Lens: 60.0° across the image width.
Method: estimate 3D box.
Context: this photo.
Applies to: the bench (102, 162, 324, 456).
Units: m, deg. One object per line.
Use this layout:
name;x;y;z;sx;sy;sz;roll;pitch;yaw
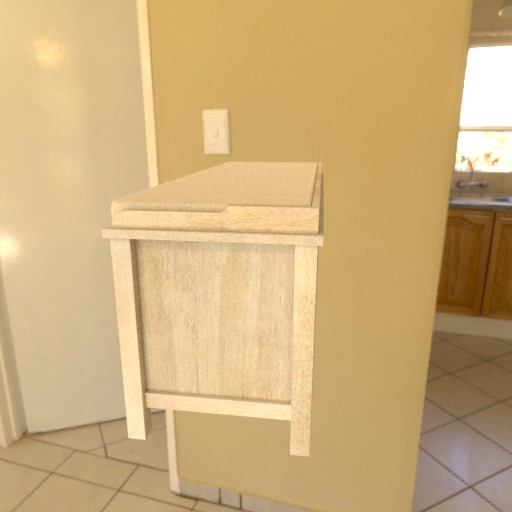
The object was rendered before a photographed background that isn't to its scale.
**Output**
bench;0.000;0.000;1.372;0.398;0.501;1.140;2;16;8
